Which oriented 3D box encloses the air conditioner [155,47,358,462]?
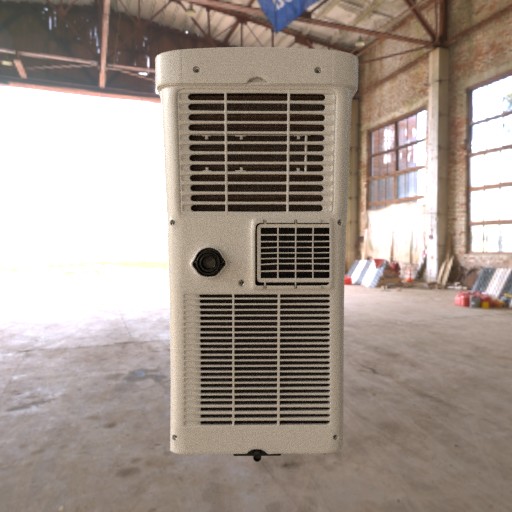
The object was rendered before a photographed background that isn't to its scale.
[{"bbox_3d":[0.000,0.000,0.927,0.352,0.716,0.369,0,2,-1],"label":"air conditioner"}]
